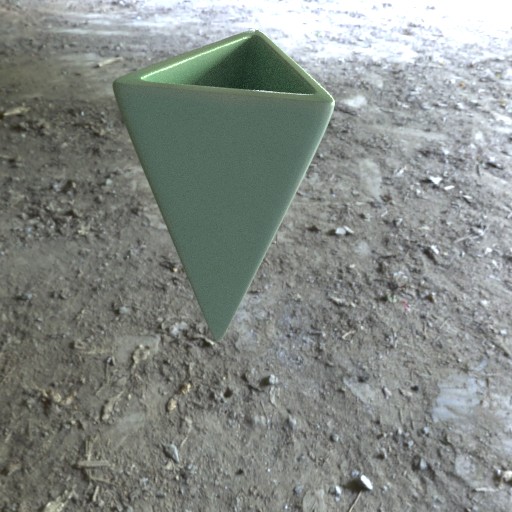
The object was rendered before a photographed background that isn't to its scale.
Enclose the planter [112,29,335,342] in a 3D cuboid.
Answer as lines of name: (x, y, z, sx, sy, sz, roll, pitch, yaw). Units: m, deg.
planter: (0.000, 0.000, 0.215, 0.064, 0.178, 0.080, 26, 47, 26)
